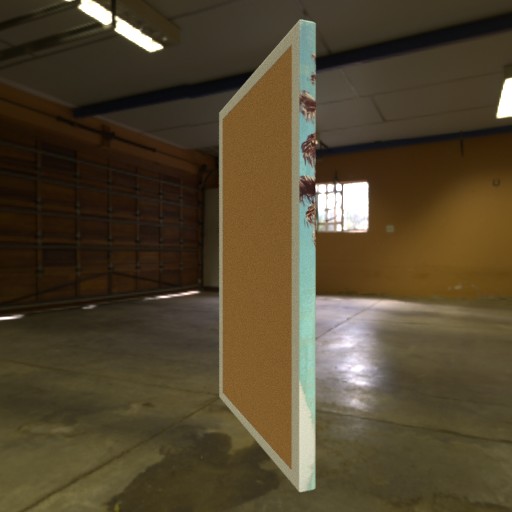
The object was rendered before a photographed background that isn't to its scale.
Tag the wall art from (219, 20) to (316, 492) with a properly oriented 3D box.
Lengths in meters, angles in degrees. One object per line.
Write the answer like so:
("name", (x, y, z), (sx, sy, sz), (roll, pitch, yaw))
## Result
("wall art", (0.000, 0.000, 1.144), (0.037, 0.915, 0.605), (0, 0, -20))
